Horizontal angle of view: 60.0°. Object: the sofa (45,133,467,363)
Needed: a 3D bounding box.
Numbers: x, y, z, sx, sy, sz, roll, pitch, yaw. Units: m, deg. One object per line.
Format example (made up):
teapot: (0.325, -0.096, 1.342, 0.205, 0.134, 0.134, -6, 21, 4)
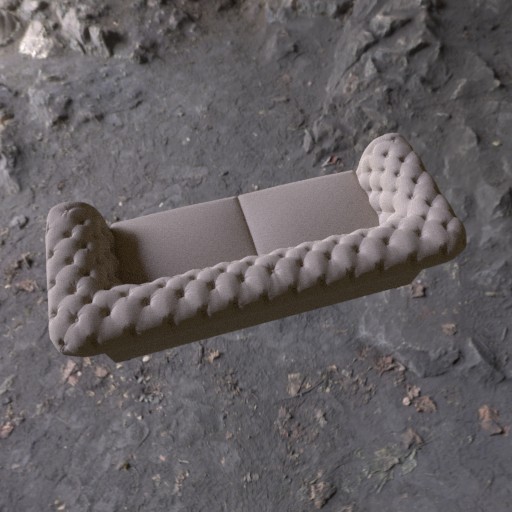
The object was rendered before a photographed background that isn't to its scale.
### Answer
sofa: (0.000, 0.000, 3.169, 2.694, 0.847, 1.076, -14, 59, -8)
